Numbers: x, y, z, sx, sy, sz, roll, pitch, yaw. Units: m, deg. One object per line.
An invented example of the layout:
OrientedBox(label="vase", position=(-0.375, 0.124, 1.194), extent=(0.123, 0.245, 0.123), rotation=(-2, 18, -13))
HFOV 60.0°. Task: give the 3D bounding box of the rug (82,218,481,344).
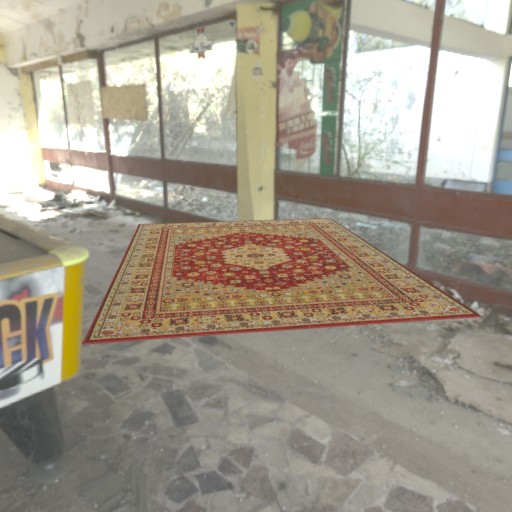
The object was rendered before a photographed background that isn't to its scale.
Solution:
OrientedBox(label="rug", position=(0.000, 0.000, 4.037), extent=(2.387, 0.013, 3.053), rotation=(-2, 17, -8))
